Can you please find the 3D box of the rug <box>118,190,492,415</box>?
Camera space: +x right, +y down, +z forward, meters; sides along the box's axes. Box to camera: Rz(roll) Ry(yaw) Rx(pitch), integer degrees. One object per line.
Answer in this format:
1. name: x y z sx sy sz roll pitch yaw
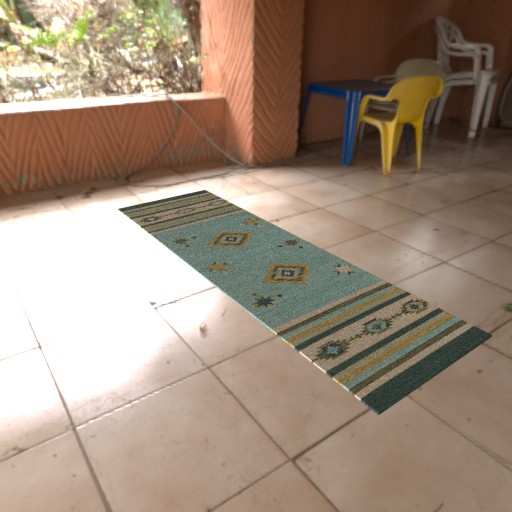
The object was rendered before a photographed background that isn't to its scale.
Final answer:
1. rug: 0.000 0.000 2.597 0.744 0.010 2.441 -18 32 -32
